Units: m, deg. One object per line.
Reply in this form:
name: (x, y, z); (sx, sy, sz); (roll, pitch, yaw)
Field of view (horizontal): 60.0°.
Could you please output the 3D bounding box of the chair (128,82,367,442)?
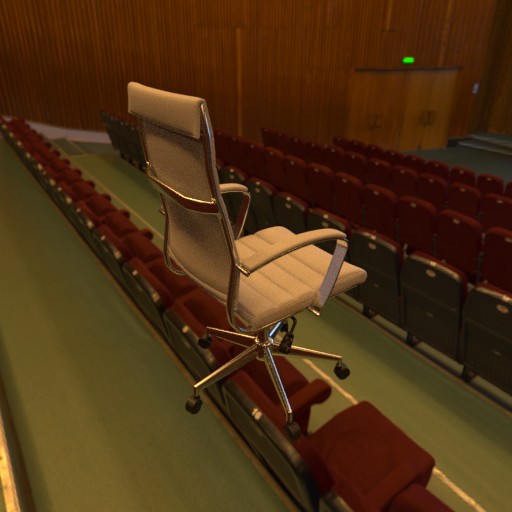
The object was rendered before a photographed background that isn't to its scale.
chair: (0.000, 0.000, 1.566); (0.667, 1.149, 0.679); (-18, 32, -31)
